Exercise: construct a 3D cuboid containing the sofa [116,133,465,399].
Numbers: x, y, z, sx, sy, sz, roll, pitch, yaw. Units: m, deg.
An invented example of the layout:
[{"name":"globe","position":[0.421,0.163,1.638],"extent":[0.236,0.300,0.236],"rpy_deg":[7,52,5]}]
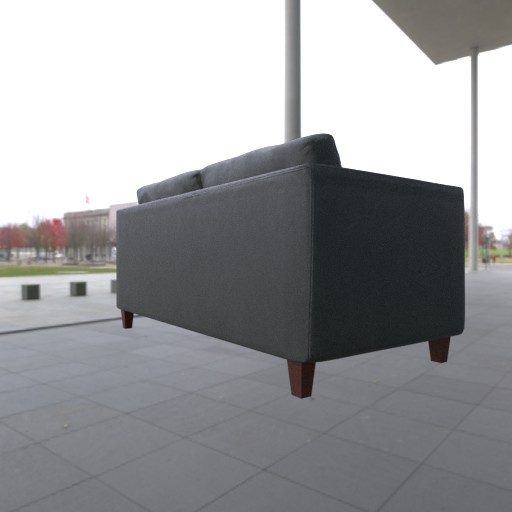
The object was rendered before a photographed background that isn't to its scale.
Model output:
[{"name":"sofa","position":[0.000,0.000,2.406],"extent":[0.951,0.933,1.883],"rpy_deg":[0,0,-36]}]
